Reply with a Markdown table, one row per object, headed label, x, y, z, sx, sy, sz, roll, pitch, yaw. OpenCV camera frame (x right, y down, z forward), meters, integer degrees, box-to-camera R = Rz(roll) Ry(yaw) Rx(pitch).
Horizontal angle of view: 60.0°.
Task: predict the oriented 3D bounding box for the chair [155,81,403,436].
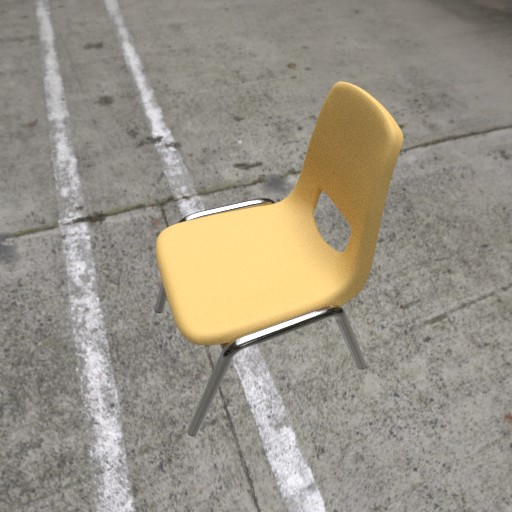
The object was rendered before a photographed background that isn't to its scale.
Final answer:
| label | x | y | z | sx | sy | sz | roll | pitch | yaw |
| --- | --- | --- | --- | --- | --- | --- | --- | --- | --- |
| chair | 0.000 | 0.000 | 0.861 | 0.423 | 0.586 | 0.354 | -15 | 48 | -14 |
